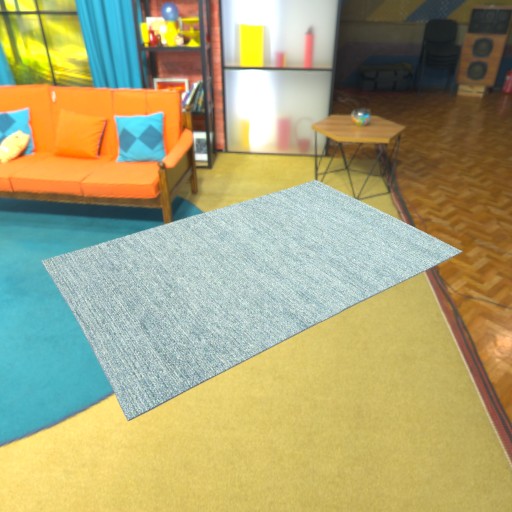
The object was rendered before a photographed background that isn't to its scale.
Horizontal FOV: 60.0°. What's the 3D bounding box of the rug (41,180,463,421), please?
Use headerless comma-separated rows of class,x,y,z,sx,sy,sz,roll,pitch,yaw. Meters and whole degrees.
rug,0.000,0.000,2.297,1.853,0.022,1.174,-20,38,-29
